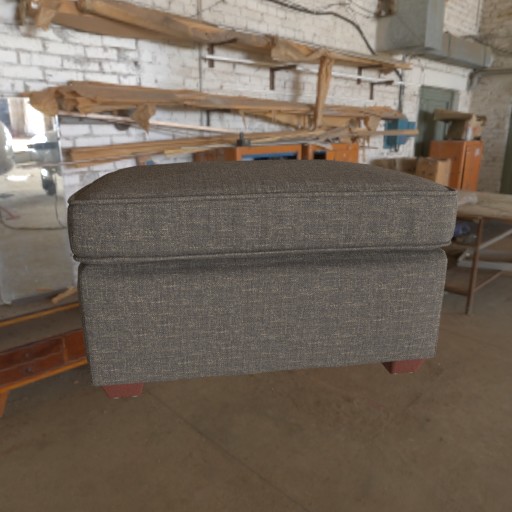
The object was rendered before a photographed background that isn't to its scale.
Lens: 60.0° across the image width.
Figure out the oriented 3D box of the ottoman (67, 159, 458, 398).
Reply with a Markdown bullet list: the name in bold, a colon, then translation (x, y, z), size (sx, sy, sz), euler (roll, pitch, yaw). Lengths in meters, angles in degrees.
- **ottoman**: translation (0.000, 0.000, 1.083), size (0.749, 0.450, 0.549), euler (-2, 16, -9)
